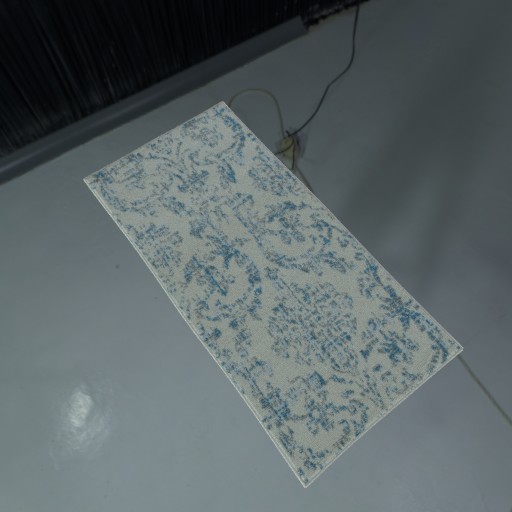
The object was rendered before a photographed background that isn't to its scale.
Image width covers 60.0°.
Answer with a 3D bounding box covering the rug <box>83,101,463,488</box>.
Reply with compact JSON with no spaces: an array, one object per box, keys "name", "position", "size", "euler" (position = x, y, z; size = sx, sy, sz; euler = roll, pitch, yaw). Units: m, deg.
[{"name":"rug","position":[0.000,0.000,1.430],"size":[0.605,0.007,1.220],"euler":[-34,69,-15]}]
